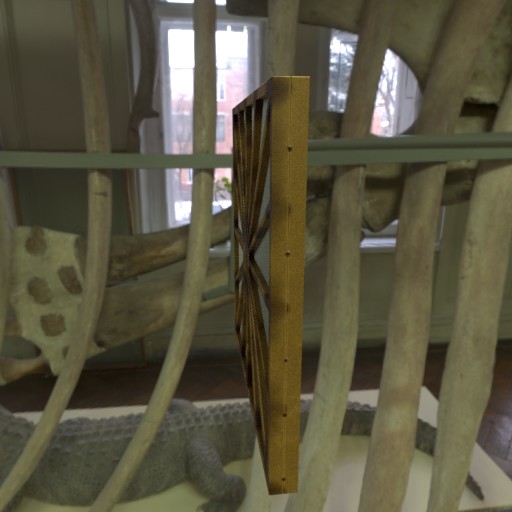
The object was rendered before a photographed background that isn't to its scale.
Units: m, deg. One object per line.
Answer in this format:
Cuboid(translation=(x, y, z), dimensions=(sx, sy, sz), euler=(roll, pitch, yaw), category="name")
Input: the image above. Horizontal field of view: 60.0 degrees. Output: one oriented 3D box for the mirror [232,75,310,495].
Cuboid(translation=(0.000, 0.000, 0.754), dimensions=(0.042, 0.507, 0.509), euler=(-2, 15, -7), category="mirror")
